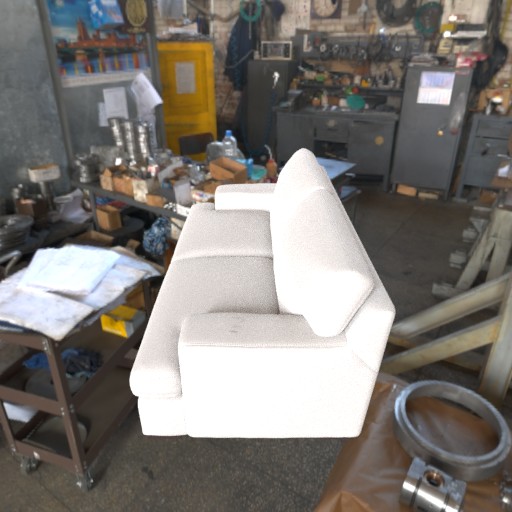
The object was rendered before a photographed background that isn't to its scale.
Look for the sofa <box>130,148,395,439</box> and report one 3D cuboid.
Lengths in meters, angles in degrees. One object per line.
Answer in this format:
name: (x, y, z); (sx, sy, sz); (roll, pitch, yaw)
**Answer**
sofa: (0.000, 0.000, 2.876); (1.143, 0.940, 2.261); (0, 27, 0)
